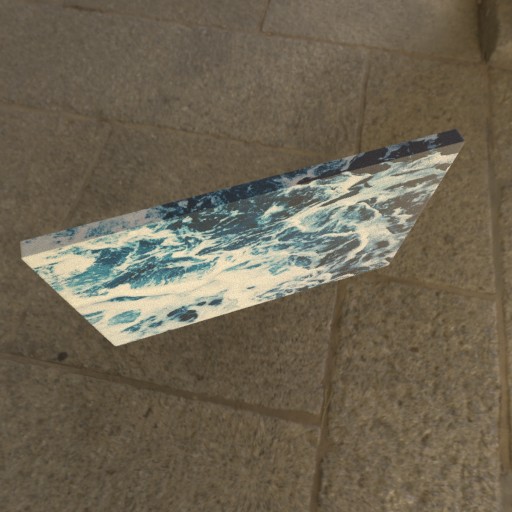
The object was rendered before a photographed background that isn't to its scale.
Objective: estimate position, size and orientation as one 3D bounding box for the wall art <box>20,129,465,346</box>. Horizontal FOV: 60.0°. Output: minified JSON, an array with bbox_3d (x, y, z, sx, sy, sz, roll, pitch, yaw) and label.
[{"bbox_3d":[0.000,0.000,1.152,0.915,0.610,0.042,-16,65,-8],"label":"wall art"}]
